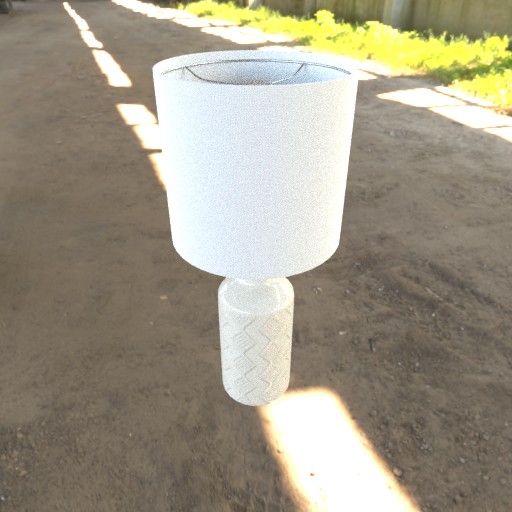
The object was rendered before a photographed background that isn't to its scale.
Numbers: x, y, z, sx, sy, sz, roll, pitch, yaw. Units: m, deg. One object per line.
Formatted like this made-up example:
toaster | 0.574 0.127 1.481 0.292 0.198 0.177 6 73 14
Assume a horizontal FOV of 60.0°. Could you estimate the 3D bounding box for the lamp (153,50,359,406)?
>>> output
lamp | 0.000 0.000 0.574 0.207 0.461 0.207 21 38 29
